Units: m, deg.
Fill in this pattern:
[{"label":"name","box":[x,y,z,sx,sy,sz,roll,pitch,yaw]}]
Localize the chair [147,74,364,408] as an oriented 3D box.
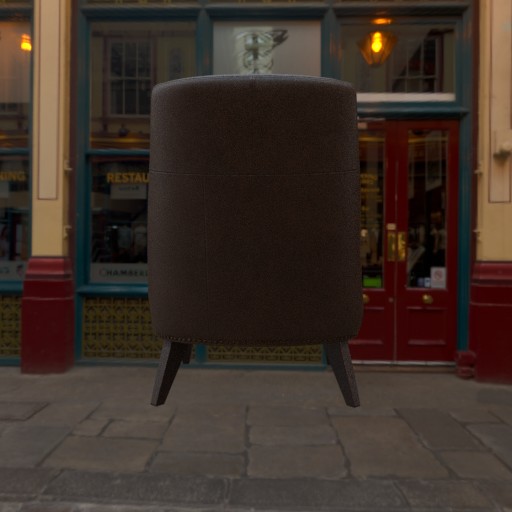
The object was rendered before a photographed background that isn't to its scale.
[{"label":"chair","box":[0.000,0.000,1.523,0.701,0.909,0.861,0,-1,1]}]
